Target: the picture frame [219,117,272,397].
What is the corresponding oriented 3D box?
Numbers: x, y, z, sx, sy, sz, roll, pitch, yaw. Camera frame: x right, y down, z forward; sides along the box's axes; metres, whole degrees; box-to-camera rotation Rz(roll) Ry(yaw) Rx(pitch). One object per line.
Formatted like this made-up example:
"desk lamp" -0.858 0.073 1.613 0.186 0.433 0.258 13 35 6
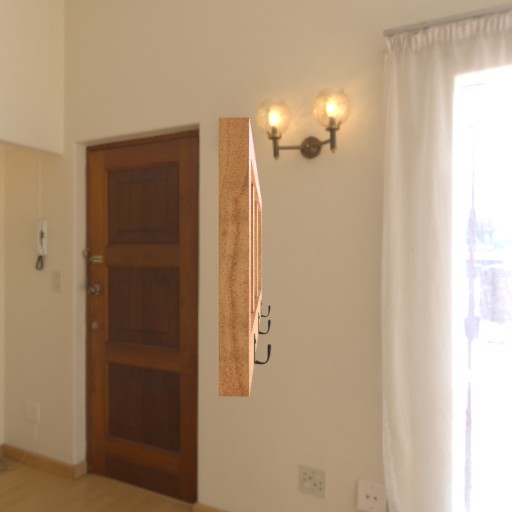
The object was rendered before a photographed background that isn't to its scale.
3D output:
"picture frame" 0.000 0.000 0.662 0.045 0.234 0.582 0 0 2
